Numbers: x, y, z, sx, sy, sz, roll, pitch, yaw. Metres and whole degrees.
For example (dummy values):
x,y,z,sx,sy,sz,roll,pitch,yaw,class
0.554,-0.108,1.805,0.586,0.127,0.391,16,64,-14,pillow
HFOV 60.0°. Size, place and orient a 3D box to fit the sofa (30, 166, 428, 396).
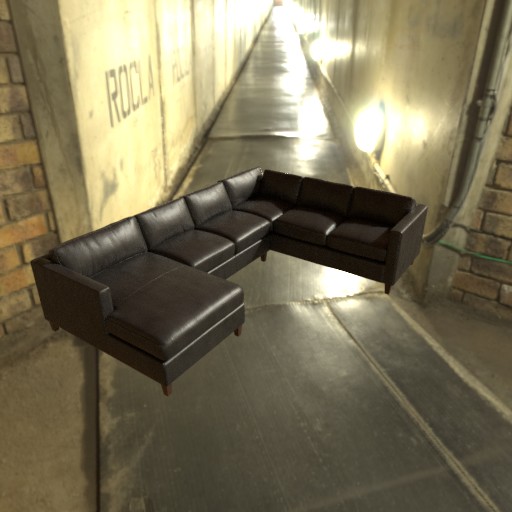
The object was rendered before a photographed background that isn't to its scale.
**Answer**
x,y,z,sx,sy,sz,roll,pitch,yaw,class
0.000,0.000,4.534,2.452,0.891,3.324,17,32,30,sofa
